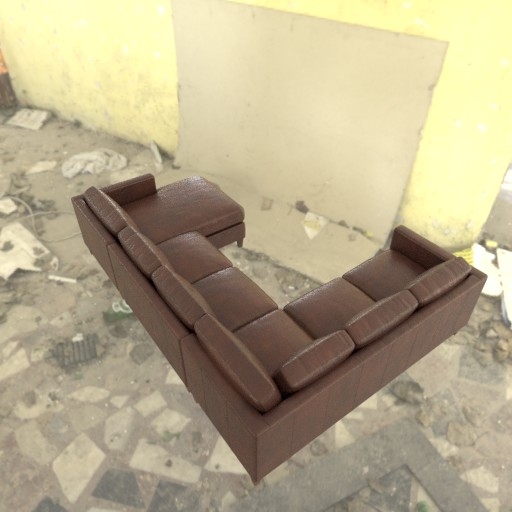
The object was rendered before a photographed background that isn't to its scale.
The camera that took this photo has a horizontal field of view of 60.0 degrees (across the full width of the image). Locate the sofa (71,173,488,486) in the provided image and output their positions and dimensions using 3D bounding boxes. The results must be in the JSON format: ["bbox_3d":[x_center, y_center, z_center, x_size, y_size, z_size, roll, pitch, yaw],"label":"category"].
[{"bbox_3d":[0.000,0.000,4.398,2.452,0.891,3.324,-25,45,-27],"label":"sofa"}]
